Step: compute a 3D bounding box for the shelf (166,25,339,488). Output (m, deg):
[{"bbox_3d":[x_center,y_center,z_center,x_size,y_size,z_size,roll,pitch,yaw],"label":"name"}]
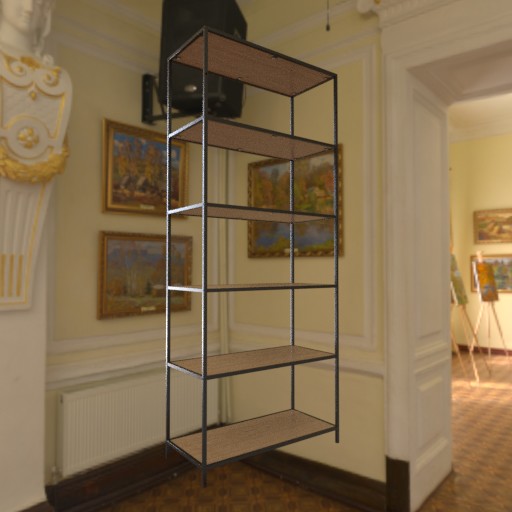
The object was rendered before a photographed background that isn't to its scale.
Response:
[{"bbox_3d":[0.000,0.000,2.139,0.770,1.850,0.350,1,-2,-36],"label":"shelf"}]
